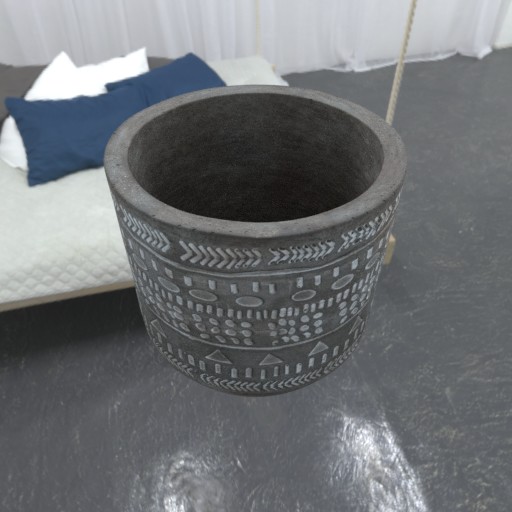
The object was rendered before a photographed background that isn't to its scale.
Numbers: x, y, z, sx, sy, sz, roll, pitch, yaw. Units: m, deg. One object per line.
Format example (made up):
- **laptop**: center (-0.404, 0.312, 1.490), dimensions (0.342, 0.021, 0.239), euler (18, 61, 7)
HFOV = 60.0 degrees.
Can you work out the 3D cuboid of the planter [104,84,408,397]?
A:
- **planter**: center (0.000, 0.000, 0.261), dimensions (0.142, 0.149, 0.142), euler (0, 43, 0)
